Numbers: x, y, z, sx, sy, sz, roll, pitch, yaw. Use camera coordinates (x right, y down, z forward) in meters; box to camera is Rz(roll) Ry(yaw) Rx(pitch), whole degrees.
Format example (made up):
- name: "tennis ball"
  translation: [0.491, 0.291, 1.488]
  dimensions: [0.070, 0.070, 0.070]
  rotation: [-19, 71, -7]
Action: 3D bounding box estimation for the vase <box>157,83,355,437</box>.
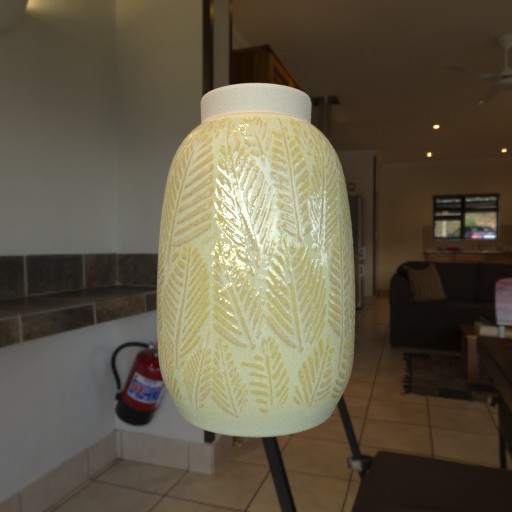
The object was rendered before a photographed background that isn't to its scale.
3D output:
- name: "vase"
  translation: [0.000, 0.000, 0.392]
  dimensions: [0.172, 0.270, 0.172]
  rotation: [0, 1, 0]
